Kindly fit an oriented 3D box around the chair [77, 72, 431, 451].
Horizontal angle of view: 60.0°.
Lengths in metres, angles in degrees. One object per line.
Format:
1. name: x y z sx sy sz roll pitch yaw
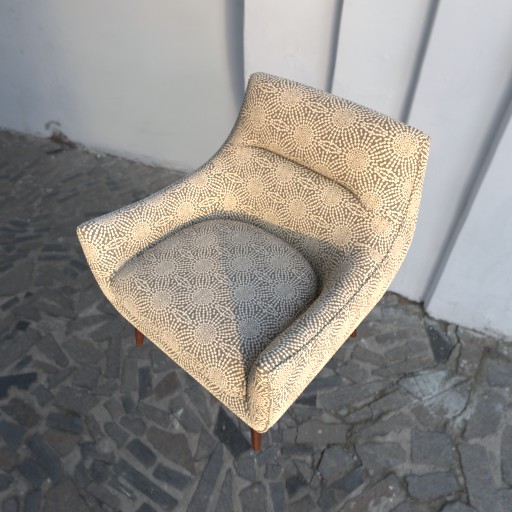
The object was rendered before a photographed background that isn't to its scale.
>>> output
1. chair: 0.000 0.000 1.428 0.762 0.838 0.787 32 54 27
